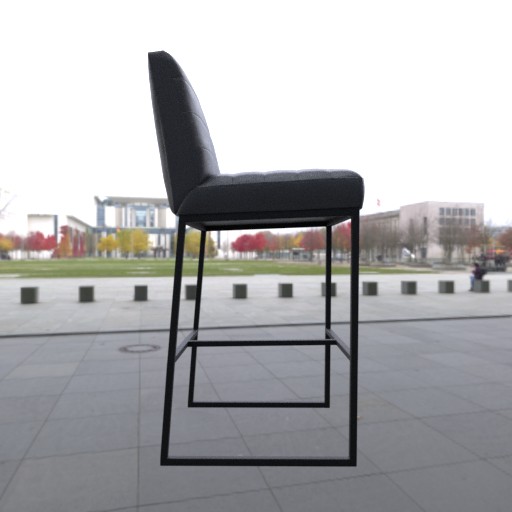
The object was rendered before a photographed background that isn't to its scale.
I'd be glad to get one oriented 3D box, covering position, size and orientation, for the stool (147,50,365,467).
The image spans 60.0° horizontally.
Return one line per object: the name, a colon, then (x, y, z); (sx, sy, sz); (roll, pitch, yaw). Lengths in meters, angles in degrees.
stool: (0.000, 0.000, 1.313); (0.552, 1.040, 0.457); (0, 0, 1)
